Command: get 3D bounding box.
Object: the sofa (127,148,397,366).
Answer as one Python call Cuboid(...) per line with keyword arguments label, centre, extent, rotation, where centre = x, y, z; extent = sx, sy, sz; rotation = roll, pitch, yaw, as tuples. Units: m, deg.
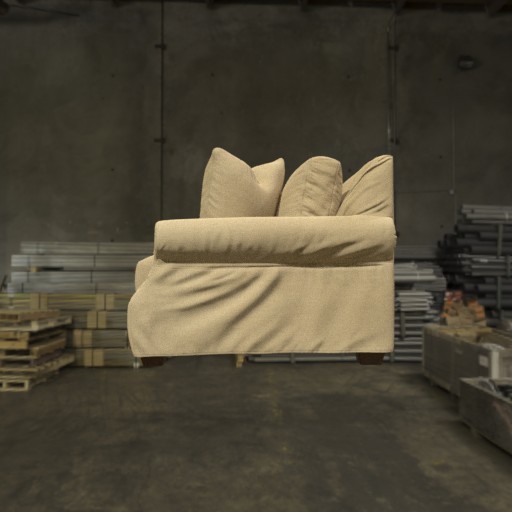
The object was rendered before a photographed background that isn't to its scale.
Cuboid(label="sofa", centre=(0.000, 0.000, 2.790), extent=(1.067, 0.904, 2.285), rotation=(0, -1, -1))
